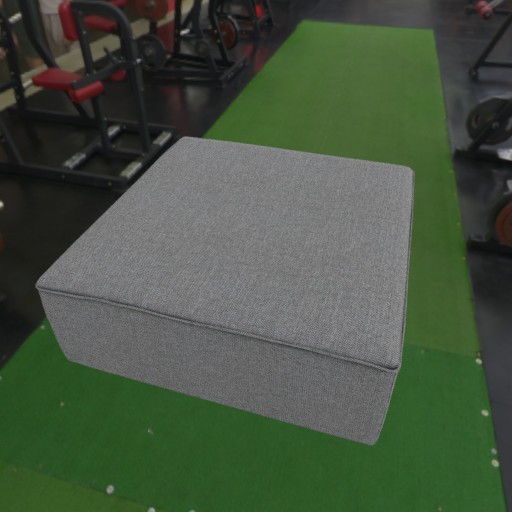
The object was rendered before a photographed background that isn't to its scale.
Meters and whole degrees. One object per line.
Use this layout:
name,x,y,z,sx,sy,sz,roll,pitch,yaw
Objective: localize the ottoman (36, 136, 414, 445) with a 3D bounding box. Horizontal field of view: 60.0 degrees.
ottoman,0.000,0.000,1.594,1.017,0.423,1.023,11,41,14
